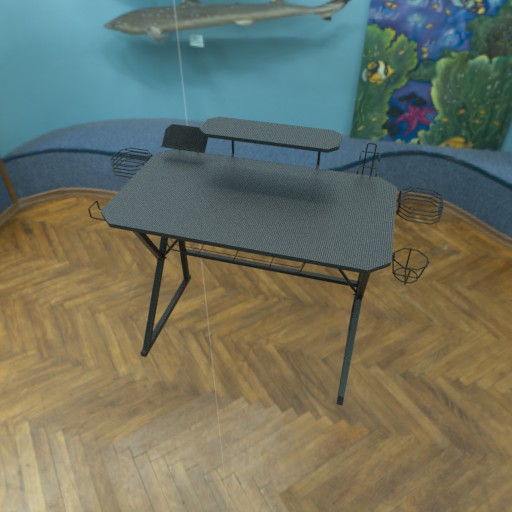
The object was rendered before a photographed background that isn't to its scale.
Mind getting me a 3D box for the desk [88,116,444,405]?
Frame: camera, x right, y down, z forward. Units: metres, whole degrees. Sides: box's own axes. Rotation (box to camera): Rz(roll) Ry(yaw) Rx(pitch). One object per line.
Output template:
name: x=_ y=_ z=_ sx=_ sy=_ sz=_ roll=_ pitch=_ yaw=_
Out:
desk: x=0.000 y=0.000 z=1.770 sx=1.290 sy=0.880 sz=0.580 roll=10 pitch=42 yaw=12
